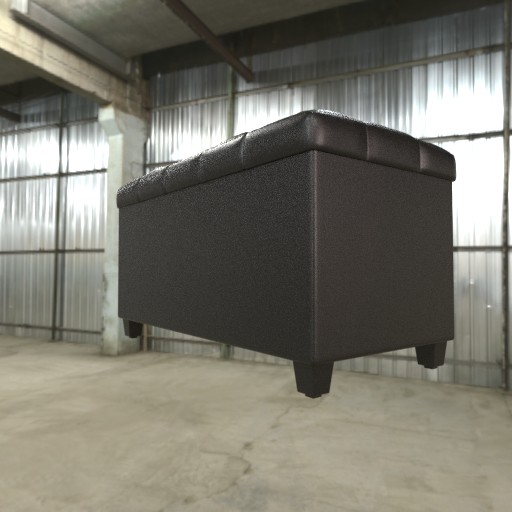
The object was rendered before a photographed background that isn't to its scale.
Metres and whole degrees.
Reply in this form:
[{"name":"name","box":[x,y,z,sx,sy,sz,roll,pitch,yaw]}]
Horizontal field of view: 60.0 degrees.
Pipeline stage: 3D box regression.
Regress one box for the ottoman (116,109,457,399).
[{"name":"ottoman","box":[0.000,0.000,1.112,0.432,0.470,0.838,1,-2,-37]}]
